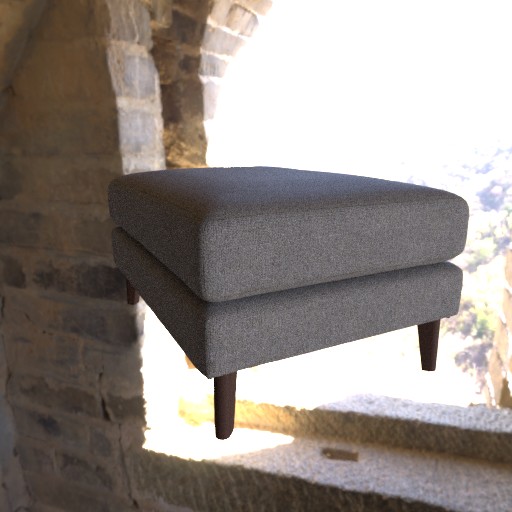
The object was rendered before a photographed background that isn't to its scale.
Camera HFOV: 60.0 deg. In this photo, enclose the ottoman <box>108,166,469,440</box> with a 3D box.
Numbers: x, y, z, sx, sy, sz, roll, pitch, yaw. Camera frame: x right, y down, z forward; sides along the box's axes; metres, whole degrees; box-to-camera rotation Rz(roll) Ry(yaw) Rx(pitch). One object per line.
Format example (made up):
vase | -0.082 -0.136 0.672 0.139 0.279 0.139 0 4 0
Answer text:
ottoman | 0.000 0.000 1.175 0.611 0.441 0.821 -8 17 -26
